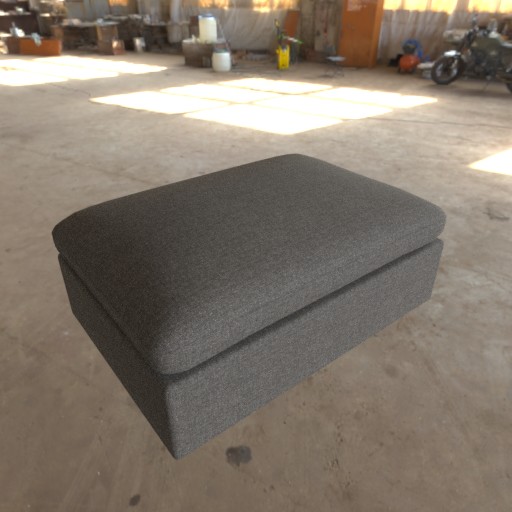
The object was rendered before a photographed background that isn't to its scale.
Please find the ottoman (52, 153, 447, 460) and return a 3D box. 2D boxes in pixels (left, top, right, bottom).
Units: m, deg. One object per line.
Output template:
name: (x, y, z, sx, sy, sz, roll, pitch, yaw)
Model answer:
ottoman: (0.000, 0.000, 1.433, 1.041, 0.483, 0.711, -22, 38, -32)
